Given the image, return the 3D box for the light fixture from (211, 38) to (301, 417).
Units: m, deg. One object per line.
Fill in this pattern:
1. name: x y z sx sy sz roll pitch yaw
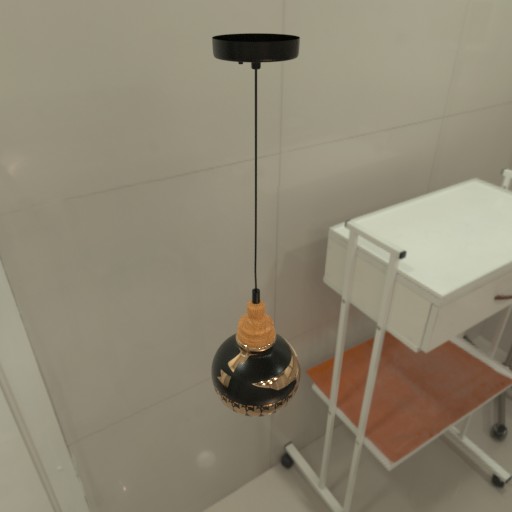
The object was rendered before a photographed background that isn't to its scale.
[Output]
1. light fixture: 0.000 0.000 1.808 0.430 1.606 0.430 -19 36 -29
